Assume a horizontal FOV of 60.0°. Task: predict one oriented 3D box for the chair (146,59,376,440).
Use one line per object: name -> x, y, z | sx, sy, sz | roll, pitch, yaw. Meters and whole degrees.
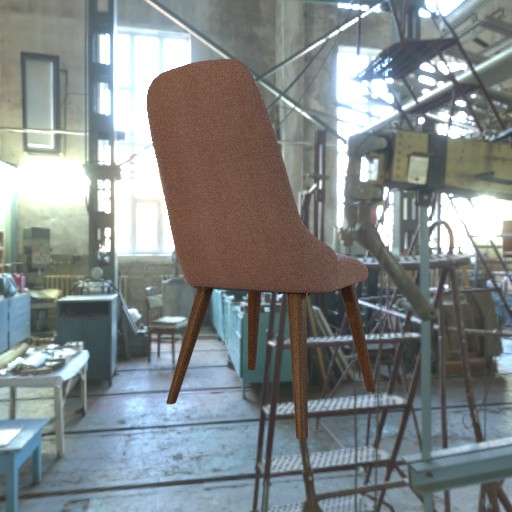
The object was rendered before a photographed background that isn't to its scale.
chair -> 0.000, 0.000, 1.360 | 0.535, 0.918, 0.707 | 0, 1, 35
